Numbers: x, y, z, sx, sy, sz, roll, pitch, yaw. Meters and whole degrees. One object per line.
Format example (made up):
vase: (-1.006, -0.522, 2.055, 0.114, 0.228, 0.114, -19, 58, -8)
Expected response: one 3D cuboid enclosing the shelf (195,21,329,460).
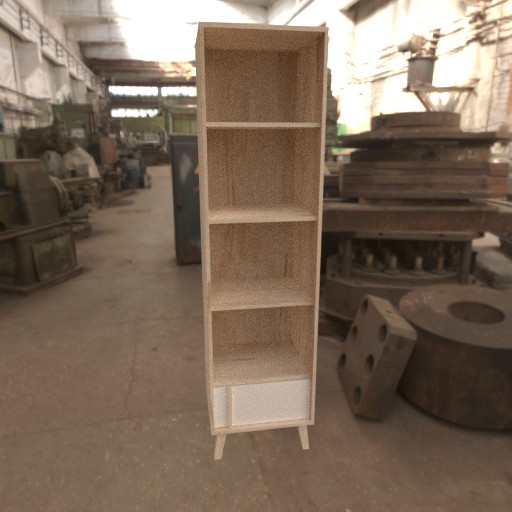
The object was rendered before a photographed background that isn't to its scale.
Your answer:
shelf: (0.000, 0.000, 2.168, 0.510, 1.960, 0.450, -2, 15, -9)
